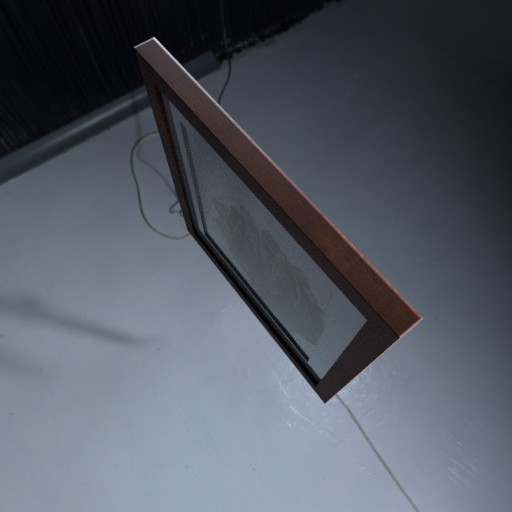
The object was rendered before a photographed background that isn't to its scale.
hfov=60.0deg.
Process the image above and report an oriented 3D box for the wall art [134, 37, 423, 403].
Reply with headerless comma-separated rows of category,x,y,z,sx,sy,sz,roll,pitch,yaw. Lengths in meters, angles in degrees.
wall art,0.000,0.000,0.830,0.037,0.572,0.554,-34,69,-15
